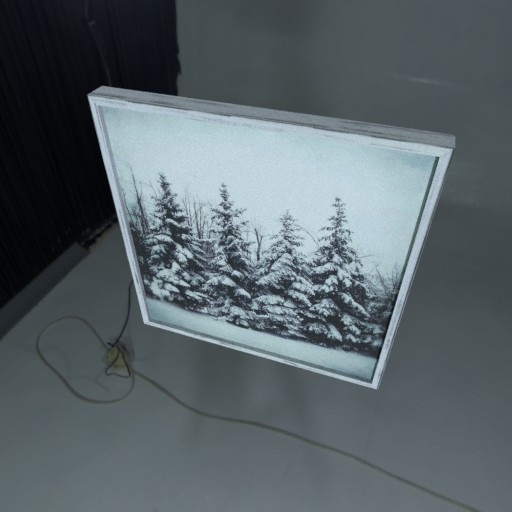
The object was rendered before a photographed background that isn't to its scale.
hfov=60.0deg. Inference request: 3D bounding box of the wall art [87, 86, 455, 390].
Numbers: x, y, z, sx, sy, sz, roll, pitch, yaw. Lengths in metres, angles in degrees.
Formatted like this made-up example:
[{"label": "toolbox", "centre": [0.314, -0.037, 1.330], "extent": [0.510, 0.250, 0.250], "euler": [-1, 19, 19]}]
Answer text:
[{"label": "wall art", "centre": [0.000, 0.000, 0.759], "extent": [0.506, 0.506, 0.038], "euler": [13, 42, 14]}]
